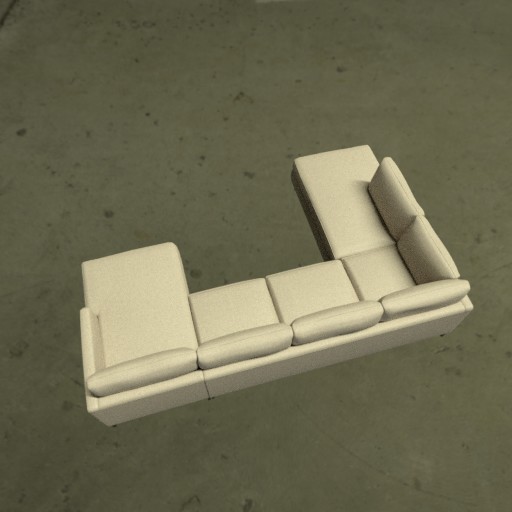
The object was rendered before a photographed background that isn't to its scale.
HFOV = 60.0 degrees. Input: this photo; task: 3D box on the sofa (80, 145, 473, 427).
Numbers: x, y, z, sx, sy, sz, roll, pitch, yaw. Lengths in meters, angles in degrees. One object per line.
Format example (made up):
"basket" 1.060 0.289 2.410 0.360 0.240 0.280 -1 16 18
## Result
"sofa" 0.000 0.000 3.556 2.737 0.756 1.879 -13 59 -8
